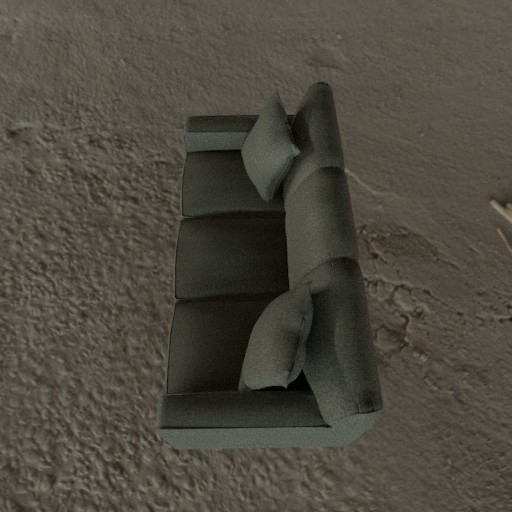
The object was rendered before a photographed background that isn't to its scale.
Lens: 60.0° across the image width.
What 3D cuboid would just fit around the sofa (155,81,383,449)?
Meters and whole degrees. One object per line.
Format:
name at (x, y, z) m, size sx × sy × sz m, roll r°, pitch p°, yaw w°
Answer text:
sofa at (0.000, 0.000, 2.602) m, size 0.997 × 0.958 × 2.024 m, roll -1°, pitch 59°, yaw -1°
